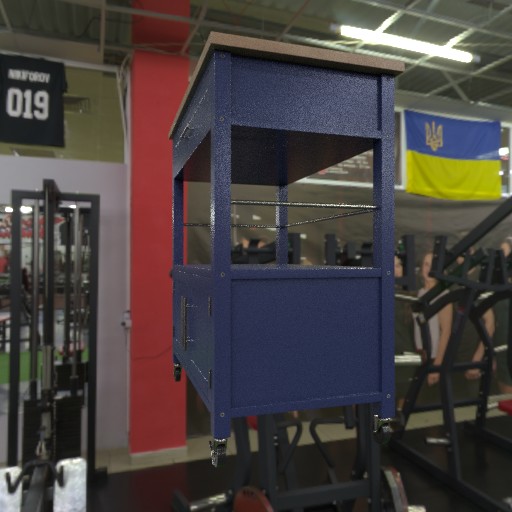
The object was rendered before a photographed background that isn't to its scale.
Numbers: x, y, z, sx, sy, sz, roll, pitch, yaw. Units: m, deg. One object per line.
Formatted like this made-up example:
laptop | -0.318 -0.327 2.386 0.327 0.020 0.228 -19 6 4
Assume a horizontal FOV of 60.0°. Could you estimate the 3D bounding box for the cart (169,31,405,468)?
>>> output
cart | 0.000 0.000 1.358 0.459 0.901 0.840 0 0 -17
